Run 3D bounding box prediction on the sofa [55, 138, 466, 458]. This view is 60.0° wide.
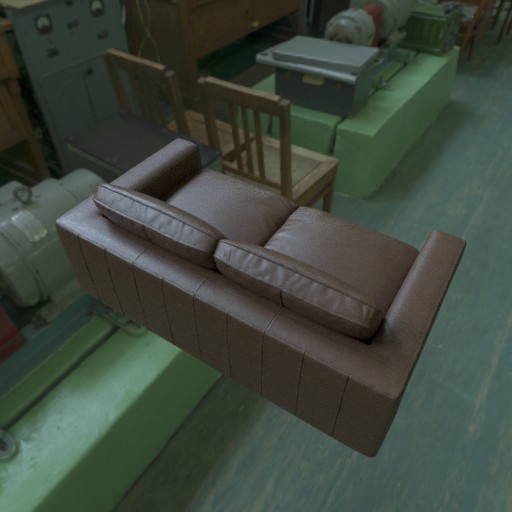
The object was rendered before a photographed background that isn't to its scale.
[{"bbox_3d":[0.000,0.000,2.421,1.920,0.800,1.070,24,50,22],"label":"sofa"}]
